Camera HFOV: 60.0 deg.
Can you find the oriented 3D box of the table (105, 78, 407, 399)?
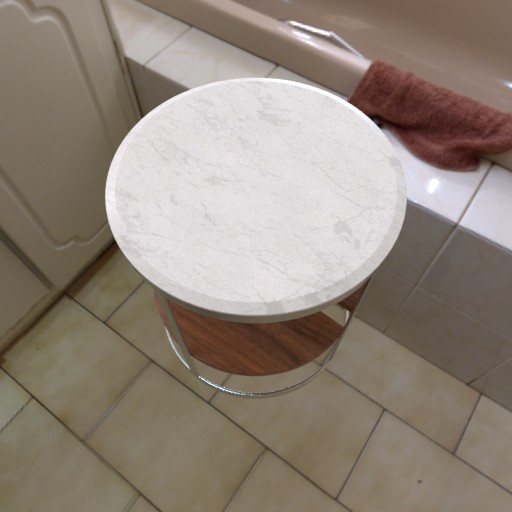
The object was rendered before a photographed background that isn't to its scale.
[{"bbox_3d":[0.000,0.000,0.795,0.407,0.447,0.407,0,60,0],"label":"table"}]
